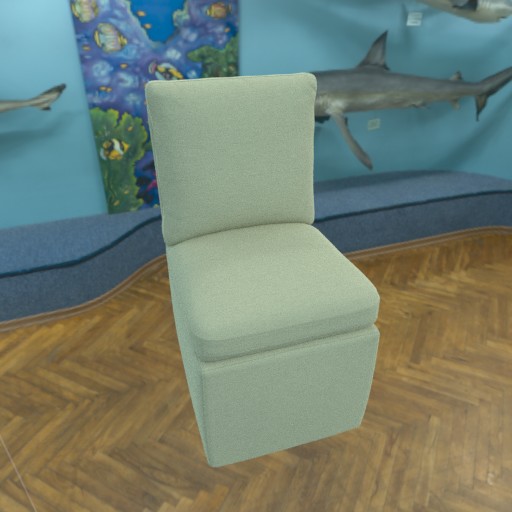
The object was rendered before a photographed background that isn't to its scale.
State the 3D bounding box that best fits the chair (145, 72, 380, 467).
[{"bbox_3d":[0.000,0.000,1.307,0.503,0.927,0.698,-9,33,-15],"label":"chair"}]
